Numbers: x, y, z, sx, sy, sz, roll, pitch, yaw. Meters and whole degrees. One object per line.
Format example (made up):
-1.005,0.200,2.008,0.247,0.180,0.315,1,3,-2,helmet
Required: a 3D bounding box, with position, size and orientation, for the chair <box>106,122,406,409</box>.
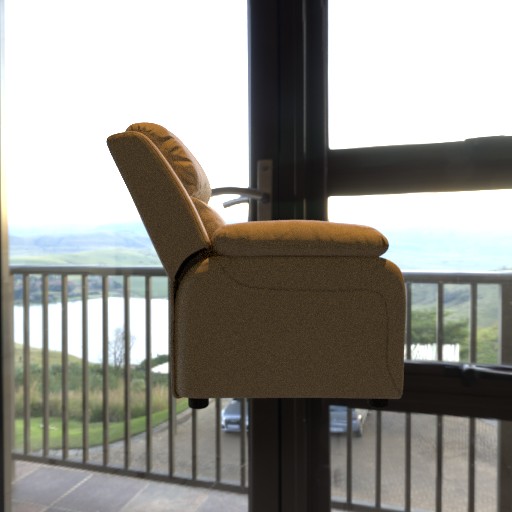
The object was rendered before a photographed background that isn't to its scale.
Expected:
0.000,0.000,1.291,0.709,0.702,0.680,0,1,-2,chair
